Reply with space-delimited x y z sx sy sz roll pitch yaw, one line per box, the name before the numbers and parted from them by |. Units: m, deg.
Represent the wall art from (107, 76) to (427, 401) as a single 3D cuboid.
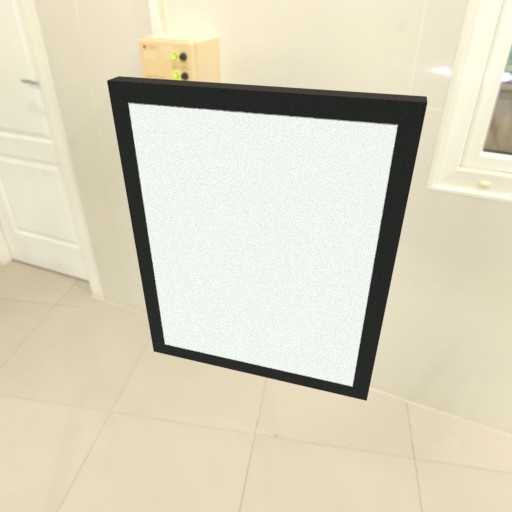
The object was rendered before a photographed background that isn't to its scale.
wall art | 0.000 0.000 0.557 0.329 0.404 0.024 9 34 14
